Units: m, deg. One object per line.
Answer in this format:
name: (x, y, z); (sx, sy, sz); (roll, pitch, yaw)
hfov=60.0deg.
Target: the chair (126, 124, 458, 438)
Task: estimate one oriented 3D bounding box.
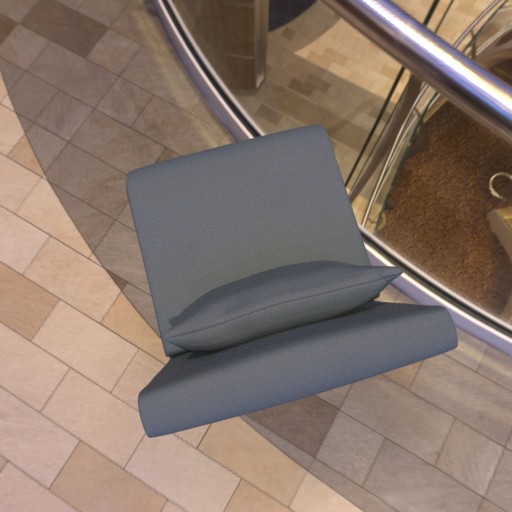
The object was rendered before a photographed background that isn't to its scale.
chair: (0.000, 0.000, 1.492); (0.770, 0.808, 0.900); (-15, 76, -4)
